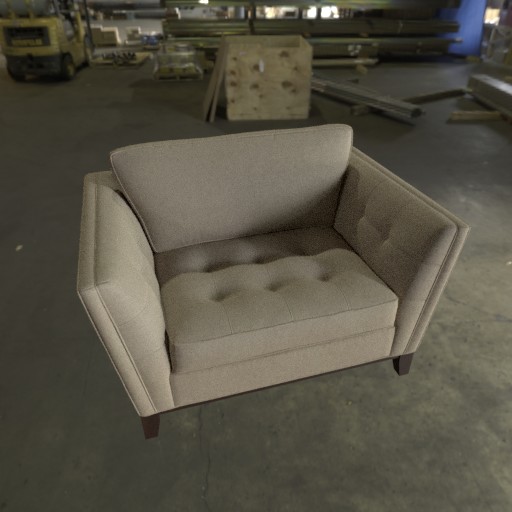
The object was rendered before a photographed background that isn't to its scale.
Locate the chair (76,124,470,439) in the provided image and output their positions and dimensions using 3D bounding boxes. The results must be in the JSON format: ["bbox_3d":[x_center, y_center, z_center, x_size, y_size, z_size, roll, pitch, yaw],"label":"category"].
[{"bbox_3d":[0.000,0.000,2.020,1.397,0.940,0.965,-9,34,-14],"label":"chair"}]
